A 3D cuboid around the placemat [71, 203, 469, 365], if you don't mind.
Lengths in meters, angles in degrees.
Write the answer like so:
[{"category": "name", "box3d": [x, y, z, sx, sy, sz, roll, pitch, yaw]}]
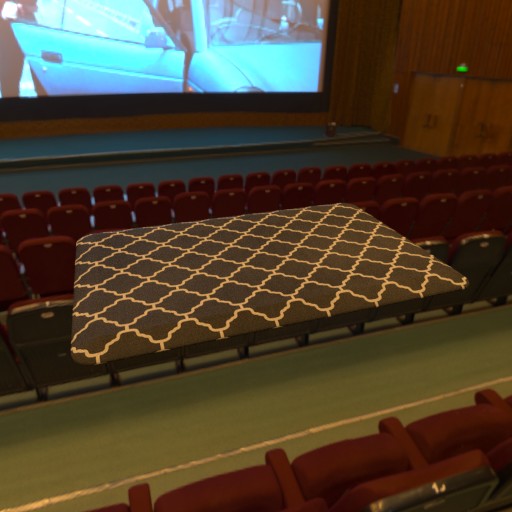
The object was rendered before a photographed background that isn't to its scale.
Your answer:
[{"category": "placemat", "box3d": [0.000, 0.000, 0.985, 0.762, 0.021, 0.508, -9, 28, -17]}]
